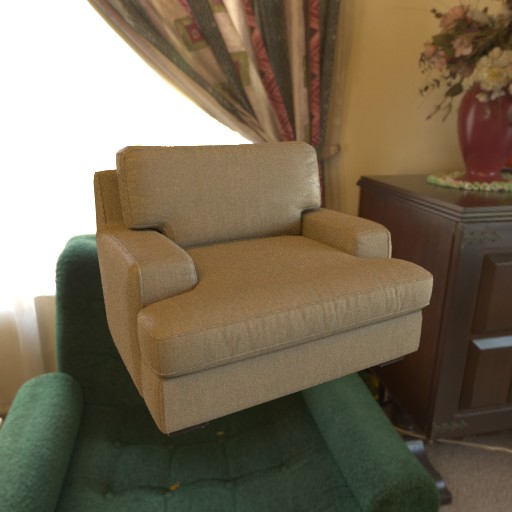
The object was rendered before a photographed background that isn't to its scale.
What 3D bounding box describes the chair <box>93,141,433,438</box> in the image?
[{"bbox_3d":[0.000,0.000,2.024,1.270,0.974,1.043,-9,19,-27],"label":"chair"}]
